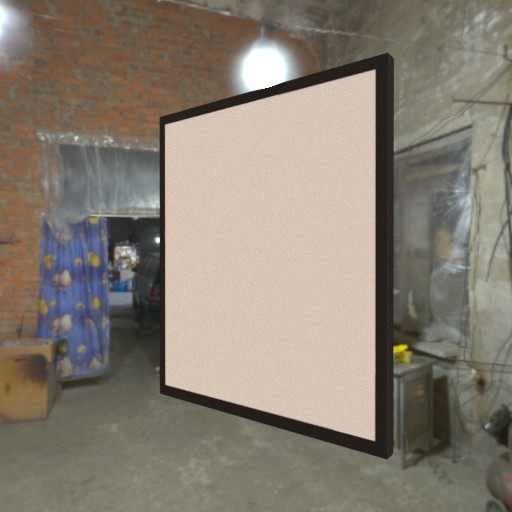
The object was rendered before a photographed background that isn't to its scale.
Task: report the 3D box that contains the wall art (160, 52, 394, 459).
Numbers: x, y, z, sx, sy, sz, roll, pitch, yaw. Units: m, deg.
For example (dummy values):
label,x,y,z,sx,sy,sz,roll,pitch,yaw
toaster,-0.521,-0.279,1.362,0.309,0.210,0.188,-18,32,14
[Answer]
label,x,y,z,sx,sy,sz,roll,pitch,yaw
wall art,0.000,0.000,0.693,0.430,0.509,0.021,0,0,37
